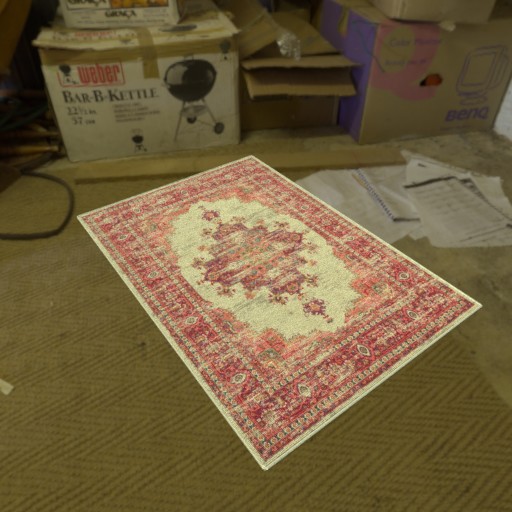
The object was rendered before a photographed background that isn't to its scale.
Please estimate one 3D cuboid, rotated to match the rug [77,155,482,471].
[{"bbox_3d":[0.000,0.000,2.226,1.217,0.011,1.747,-26,47,-27],"label":"rug"}]
